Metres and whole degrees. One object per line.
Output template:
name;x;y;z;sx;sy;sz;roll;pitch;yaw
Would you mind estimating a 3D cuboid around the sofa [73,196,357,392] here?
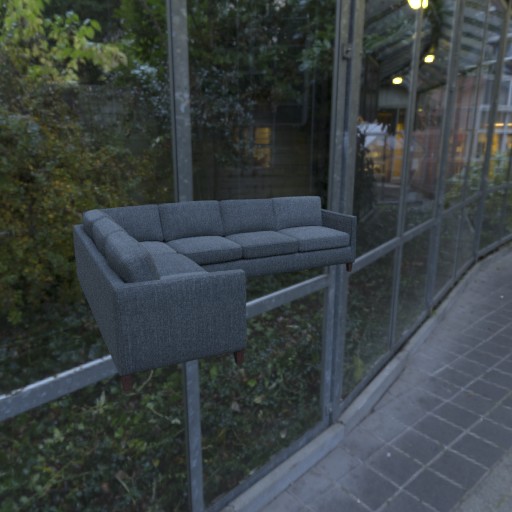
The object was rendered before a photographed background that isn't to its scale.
sofa;0.000;0.000;4.606;3.302;0.947;2.593;-7;16;-26
